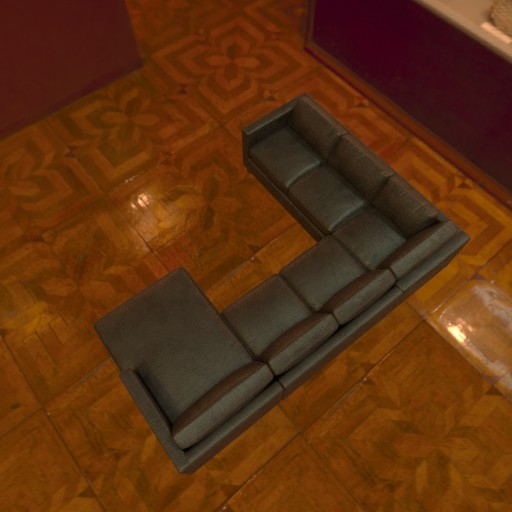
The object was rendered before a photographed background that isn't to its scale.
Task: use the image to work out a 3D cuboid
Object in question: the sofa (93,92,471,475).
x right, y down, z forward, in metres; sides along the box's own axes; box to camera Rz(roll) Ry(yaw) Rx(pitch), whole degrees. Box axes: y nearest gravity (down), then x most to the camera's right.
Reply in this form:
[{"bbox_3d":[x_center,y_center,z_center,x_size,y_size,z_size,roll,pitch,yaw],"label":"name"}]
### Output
[{"bbox_3d":[0.000,0.000,4.463,3.324,0.891,2.452,-34,68,-16],"label":"sofa"}]
